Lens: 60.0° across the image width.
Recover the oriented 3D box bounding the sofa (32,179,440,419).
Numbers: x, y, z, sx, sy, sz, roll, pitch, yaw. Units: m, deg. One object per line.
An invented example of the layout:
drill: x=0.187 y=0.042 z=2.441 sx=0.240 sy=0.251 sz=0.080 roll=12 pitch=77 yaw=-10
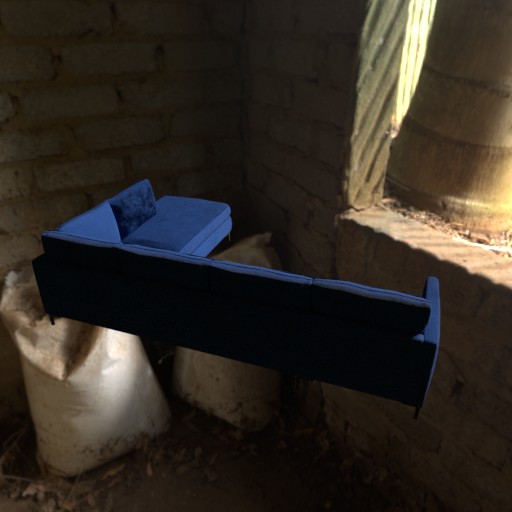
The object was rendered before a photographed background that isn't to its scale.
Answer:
sofa: x=0.000 y=0.000 z=3.223 sx=2.486 sy=0.687 sz=1.707 roll=10 pitch=30 yaw=18
